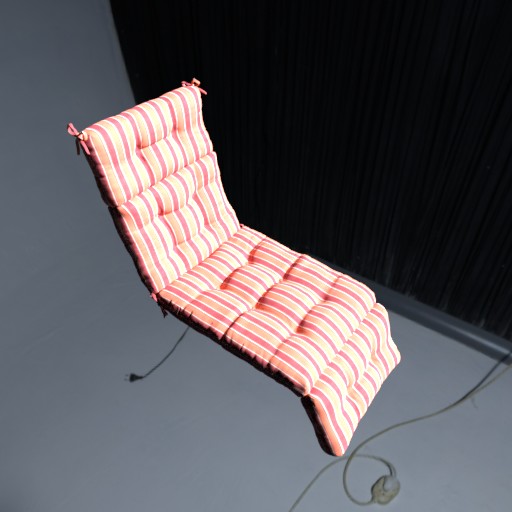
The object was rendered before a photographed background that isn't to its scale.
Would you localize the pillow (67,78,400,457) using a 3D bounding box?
[{"bbox_3d":[0.000,0.000,1.480,1.016,0.863,0.526,26,48,27],"label":"pillow"}]
